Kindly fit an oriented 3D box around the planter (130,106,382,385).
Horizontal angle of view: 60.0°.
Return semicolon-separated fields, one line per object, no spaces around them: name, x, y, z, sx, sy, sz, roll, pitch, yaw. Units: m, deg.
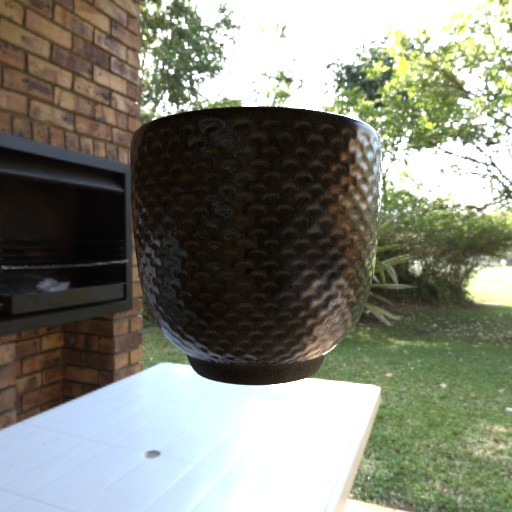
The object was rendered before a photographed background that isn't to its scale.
planter;0.000;0.000;0.316;0.172;0.160;0.172;0;1;0
